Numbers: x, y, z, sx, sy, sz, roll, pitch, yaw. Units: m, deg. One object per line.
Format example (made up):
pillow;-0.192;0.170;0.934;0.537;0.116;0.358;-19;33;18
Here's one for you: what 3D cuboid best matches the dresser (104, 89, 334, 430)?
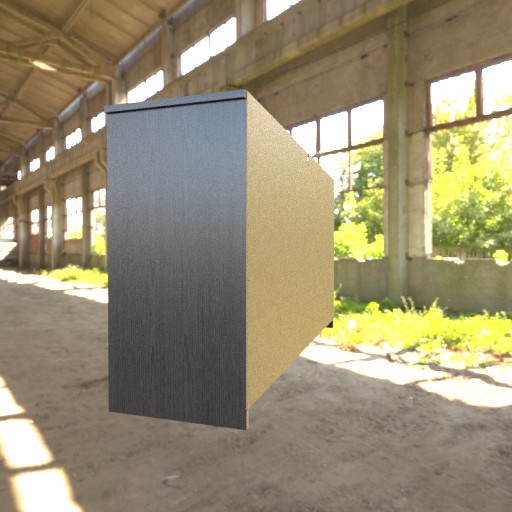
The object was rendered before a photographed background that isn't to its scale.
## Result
dresser;0.000;0.000;1.681;0.401;0.755;1.360;0;1;18
